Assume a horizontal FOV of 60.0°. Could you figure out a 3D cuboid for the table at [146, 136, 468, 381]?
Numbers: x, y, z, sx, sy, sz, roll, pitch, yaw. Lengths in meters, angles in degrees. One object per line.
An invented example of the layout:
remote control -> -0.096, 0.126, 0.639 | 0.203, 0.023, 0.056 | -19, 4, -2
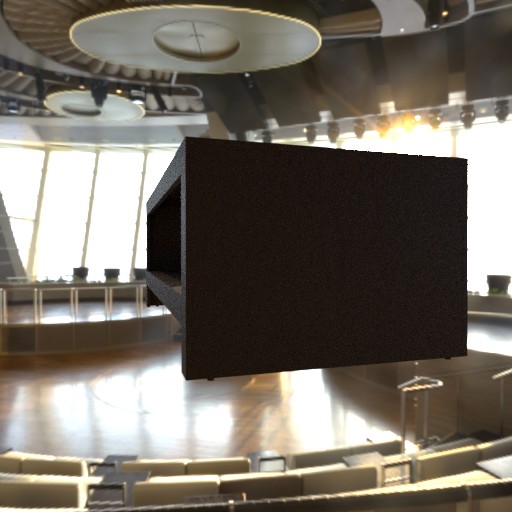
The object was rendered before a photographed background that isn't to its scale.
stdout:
table -> 0.000, 0.000, 1.374 | 0.597, 0.424, 1.099 | 0, 1, -17
